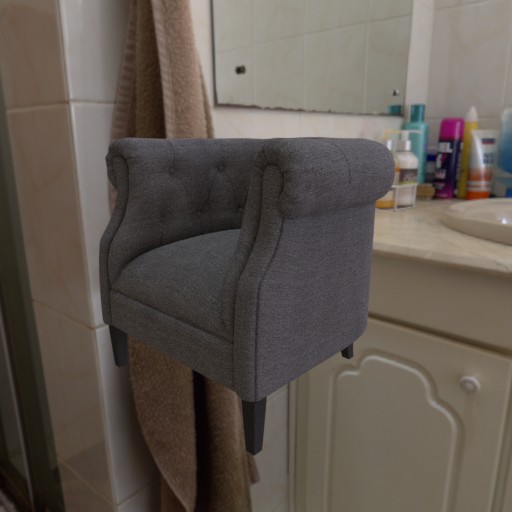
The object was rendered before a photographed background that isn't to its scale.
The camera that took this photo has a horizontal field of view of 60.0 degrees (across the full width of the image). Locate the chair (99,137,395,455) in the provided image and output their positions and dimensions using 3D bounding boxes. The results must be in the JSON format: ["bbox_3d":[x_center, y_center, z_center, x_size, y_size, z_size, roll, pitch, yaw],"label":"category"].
[{"bbox_3d":[0.000,0.000,1.592,0.905,0.827,0.852,14,20,42],"label":"chair"}]
